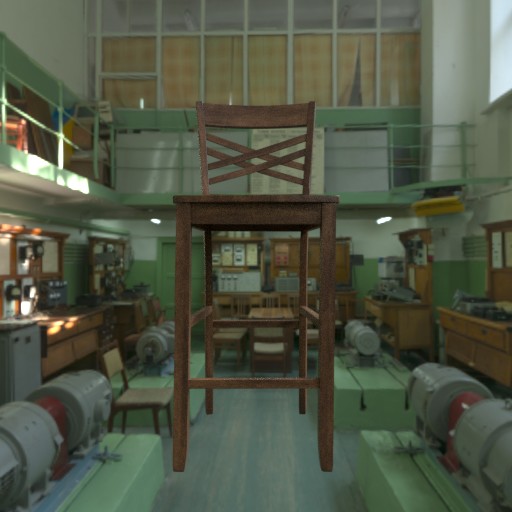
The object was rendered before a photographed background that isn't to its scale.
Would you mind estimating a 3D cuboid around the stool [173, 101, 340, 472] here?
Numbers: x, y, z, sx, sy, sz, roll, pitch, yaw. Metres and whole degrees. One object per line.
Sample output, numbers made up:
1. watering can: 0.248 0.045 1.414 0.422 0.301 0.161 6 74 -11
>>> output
1. stool: 0.000 0.000 1.365 0.433 1.105 0.487 0 0 0
